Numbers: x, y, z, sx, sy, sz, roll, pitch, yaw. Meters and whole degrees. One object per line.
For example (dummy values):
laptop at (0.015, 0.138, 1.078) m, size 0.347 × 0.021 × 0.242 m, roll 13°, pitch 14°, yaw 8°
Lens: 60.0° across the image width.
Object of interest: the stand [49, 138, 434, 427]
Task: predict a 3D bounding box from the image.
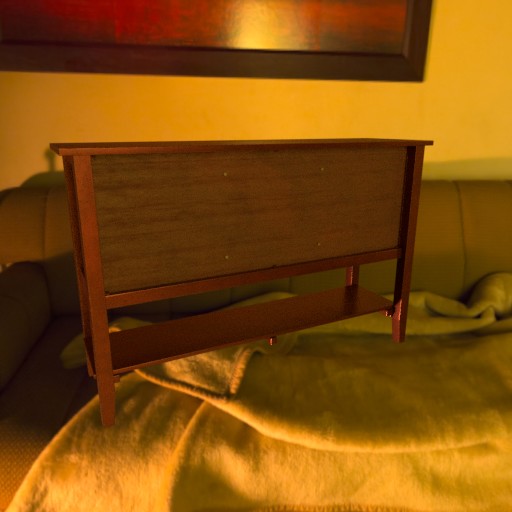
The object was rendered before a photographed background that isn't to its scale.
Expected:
stand at (0.000, 0.000, 1.744) m, size 1.362 × 0.872 × 0.410 m, roll -8°, pitch 18°, yaw -26°
